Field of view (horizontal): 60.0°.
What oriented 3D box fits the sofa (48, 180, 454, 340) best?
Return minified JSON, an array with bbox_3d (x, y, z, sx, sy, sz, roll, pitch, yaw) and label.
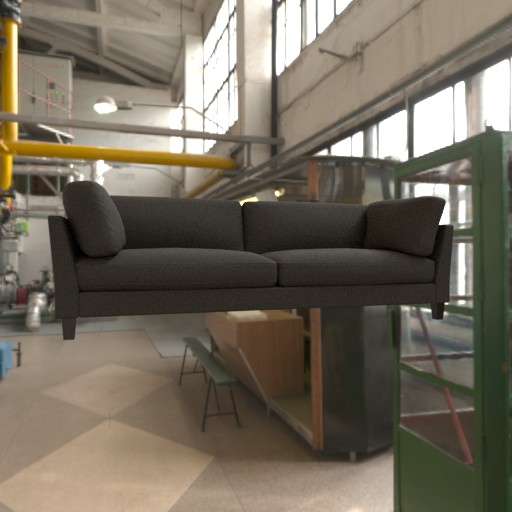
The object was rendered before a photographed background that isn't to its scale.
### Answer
[{"bbox_3d":[0.000,0.000,2.832,2.312,0.792,0.969,0,0,-17],"label":"sofa"}]
